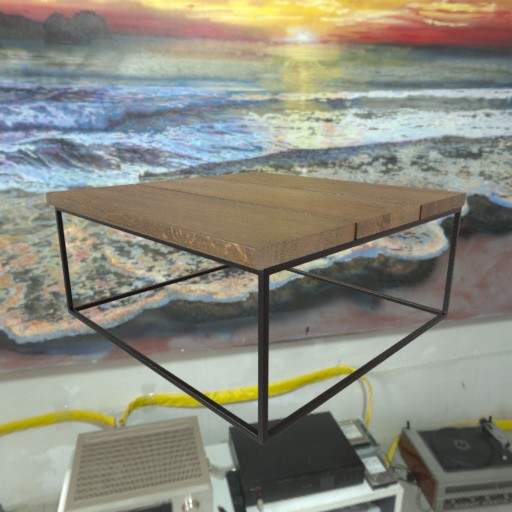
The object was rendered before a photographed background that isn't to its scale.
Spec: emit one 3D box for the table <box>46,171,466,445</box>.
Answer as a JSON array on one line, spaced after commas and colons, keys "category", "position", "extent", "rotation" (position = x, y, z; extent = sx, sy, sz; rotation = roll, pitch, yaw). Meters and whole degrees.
[{"category": "table", "position": [0.000, 0.000, 1.396], "extent": [0.900, 0.400, 0.900], "rotation": [-16, 23, -43]}]
